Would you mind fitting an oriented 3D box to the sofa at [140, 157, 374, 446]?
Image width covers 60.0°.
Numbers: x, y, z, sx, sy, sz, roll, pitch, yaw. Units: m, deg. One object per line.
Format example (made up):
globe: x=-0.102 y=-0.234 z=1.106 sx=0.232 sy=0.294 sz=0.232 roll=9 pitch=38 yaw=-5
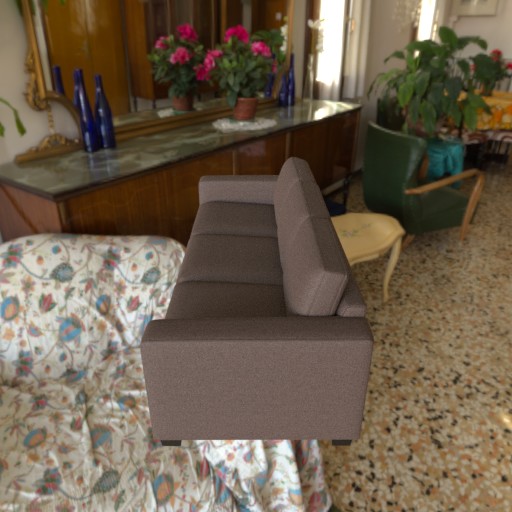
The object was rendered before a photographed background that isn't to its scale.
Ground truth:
sofa: x=0.000 y=0.000 z=2.687 sx=0.900 sy=0.806 sz=2.160 roll=0 pitch=27 yaw=0
